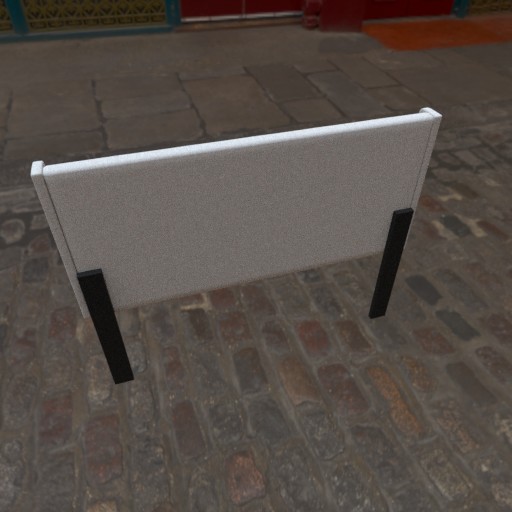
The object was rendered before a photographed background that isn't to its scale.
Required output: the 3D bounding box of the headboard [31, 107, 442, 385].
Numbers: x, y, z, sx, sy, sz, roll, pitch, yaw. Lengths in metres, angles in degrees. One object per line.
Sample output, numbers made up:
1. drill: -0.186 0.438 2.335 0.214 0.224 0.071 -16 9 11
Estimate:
1. headboard: 0.000 0.000 2.654 2.051 1.524 0.184 -12 42 -13
